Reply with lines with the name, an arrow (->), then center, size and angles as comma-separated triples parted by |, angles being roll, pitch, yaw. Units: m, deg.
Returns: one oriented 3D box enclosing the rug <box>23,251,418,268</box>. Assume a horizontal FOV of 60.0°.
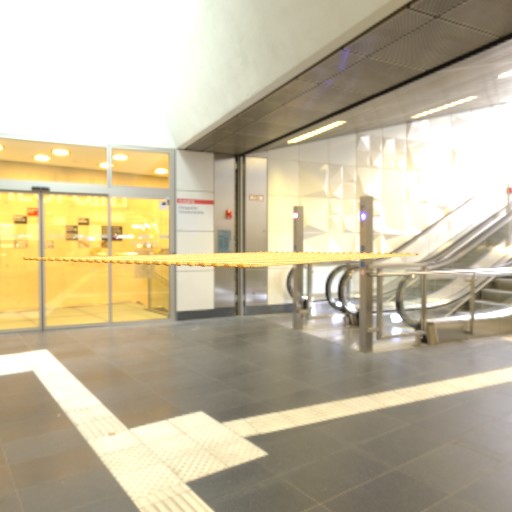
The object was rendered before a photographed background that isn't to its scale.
rug -> 0.000, 0.000, 3.061 | 1.556, 0.022, 2.433 | 1, 2, 35
